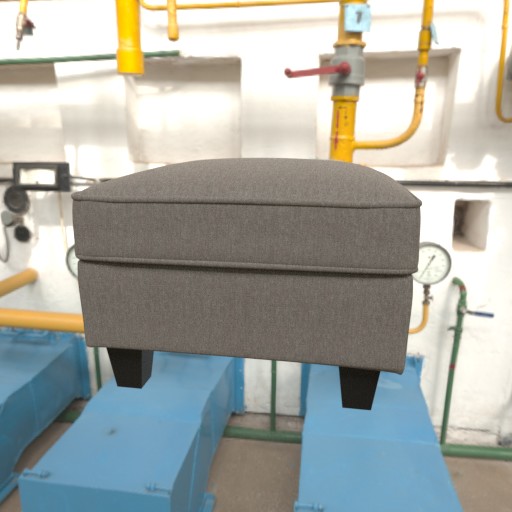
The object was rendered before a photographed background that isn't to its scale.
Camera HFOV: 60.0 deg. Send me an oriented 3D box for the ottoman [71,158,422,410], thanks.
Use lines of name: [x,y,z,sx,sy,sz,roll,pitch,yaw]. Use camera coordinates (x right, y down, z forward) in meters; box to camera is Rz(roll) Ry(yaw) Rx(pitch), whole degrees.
ottoman: [0.000,0.000,1.417,0.871,0.612,0.808,2,14,9]
